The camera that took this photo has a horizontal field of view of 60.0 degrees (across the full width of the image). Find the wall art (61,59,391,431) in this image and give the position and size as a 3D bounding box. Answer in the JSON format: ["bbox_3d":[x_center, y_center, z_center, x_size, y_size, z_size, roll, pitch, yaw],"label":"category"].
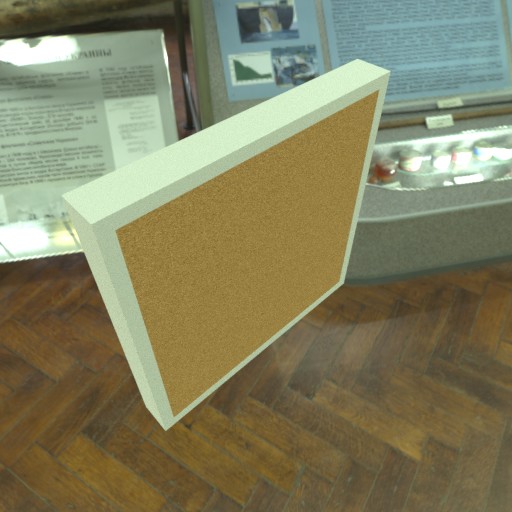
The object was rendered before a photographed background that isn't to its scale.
[{"bbox_3d":[0.000,0.000,0.453,0.305,0.302,0.038,-34,55,-28],"label":"wall art"}]
